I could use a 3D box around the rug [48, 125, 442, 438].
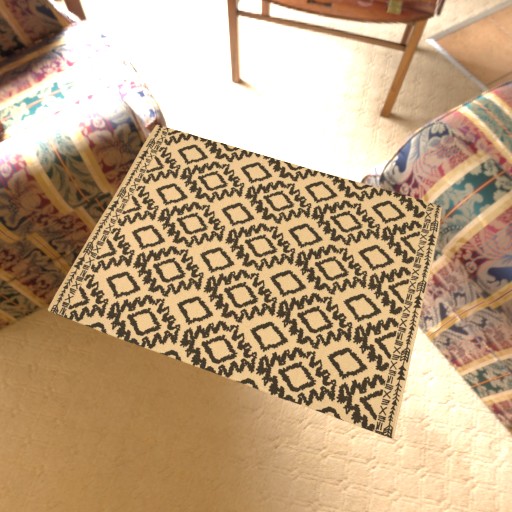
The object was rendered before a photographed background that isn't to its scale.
[{"bbox_3d":[0.000,0.000,4.455,3.369,0.036,2.444,18,66,8],"label":"rug"}]
